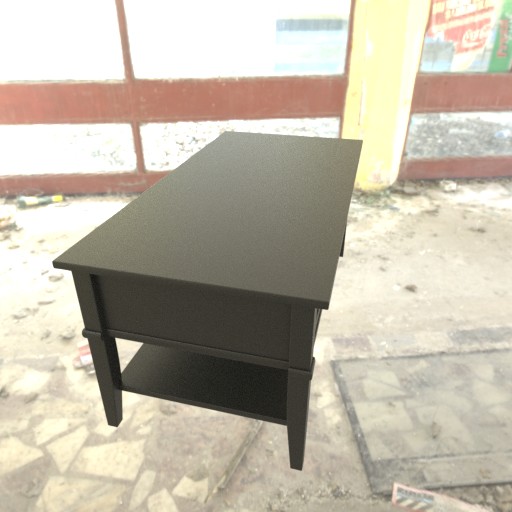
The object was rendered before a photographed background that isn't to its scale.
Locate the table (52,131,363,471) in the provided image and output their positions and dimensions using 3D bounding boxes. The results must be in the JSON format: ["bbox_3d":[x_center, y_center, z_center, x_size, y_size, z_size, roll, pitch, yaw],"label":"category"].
[{"bbox_3d":[0.000,0.000,1.333,0.523,0.470,1.044,7,30,13],"label":"table"}]
